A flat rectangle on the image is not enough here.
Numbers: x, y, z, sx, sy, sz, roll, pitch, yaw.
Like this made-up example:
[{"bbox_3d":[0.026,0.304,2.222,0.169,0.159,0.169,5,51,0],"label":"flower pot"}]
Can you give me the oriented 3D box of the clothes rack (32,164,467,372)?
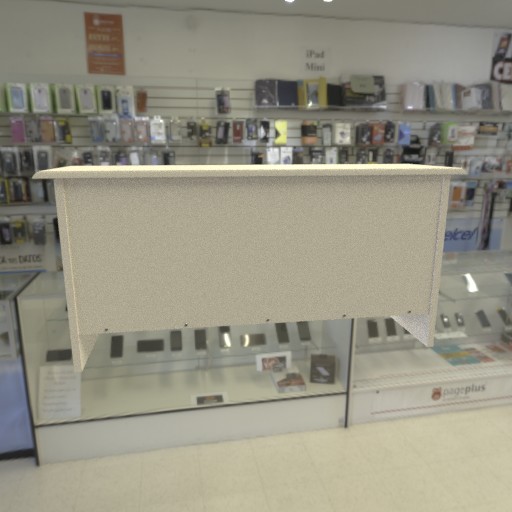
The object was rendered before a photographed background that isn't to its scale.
[{"bbox_3d":[0.000,0.000,1.345,1.120,0.531,0.324,-2,14,-9],"label":"clothes rack"}]
